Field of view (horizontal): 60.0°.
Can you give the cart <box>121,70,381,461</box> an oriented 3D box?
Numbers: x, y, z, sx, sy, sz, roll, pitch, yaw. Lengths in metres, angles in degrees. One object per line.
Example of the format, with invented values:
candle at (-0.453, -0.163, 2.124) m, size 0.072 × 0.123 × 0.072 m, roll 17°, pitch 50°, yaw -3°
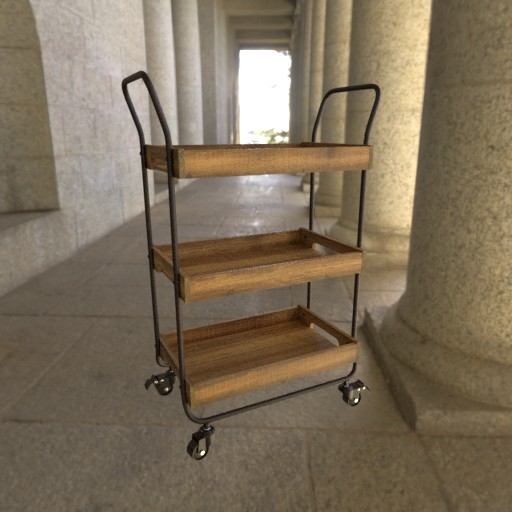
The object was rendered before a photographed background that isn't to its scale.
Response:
cart at (0.000, 0.000, 1.161) m, size 0.583 × 0.857 × 0.339 m, roll -8°, pitch 18°, yaw -26°
